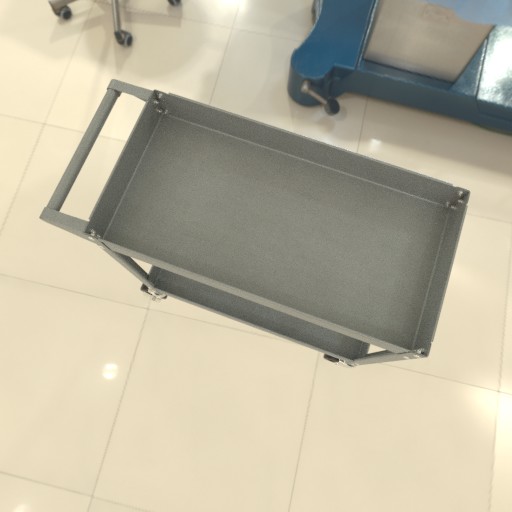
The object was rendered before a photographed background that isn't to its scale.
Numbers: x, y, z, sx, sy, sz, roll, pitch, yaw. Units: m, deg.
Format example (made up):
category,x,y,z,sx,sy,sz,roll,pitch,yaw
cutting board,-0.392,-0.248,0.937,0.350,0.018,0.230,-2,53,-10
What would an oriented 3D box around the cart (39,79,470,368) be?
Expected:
category,x,y,z,sx,sy,sz,roll,pitch,yaw
cart,0.000,0.000,1.192,0.779,0.719,0.366,19,76,5
